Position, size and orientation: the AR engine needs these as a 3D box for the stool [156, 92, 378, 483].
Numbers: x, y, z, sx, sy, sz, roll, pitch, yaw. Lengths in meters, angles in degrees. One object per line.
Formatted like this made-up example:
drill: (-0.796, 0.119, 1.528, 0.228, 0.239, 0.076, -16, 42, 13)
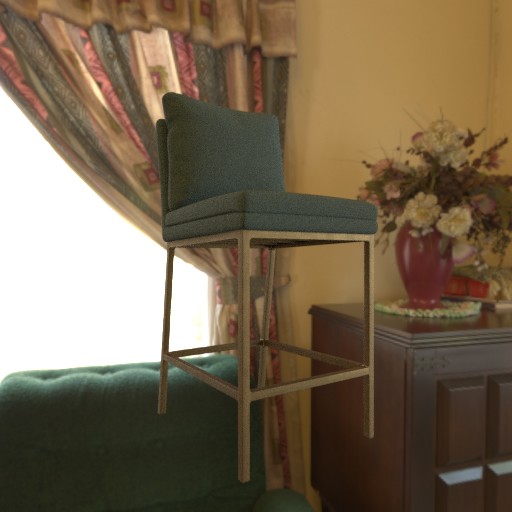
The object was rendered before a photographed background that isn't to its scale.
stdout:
stool: (0.000, 0.000, 1.354, 0.463, 1.032, 0.568, 0, 0, -35)
